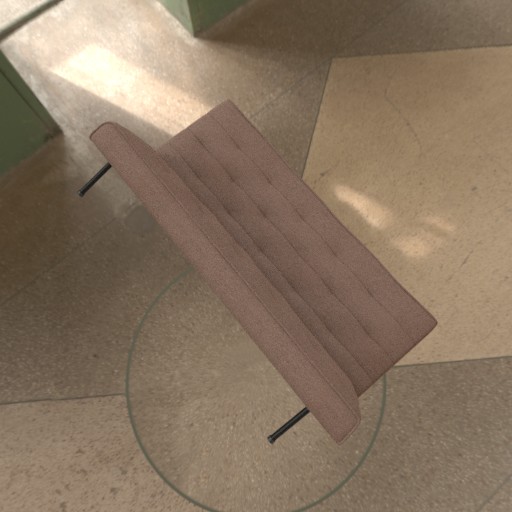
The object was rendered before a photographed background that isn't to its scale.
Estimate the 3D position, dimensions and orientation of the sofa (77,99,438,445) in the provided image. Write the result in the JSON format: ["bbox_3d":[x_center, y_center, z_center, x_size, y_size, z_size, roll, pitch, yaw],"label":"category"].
[{"bbox_3d":[0.000,0.000,2.366,1.038,0.810,1.820,-38,78,-9],"label":"sofa"}]
